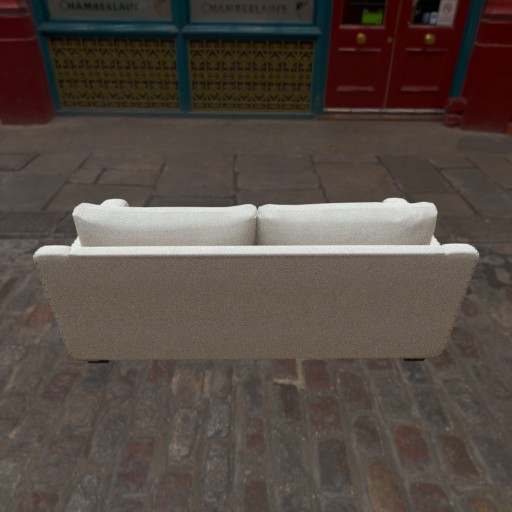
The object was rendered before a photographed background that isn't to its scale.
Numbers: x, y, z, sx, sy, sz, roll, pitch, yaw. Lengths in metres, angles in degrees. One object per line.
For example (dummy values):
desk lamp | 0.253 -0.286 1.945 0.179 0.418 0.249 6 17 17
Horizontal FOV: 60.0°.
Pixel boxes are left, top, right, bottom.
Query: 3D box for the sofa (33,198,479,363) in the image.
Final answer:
sofa | 0.000 0.000 2.717 2.107 0.983 1.104 0 31 0
